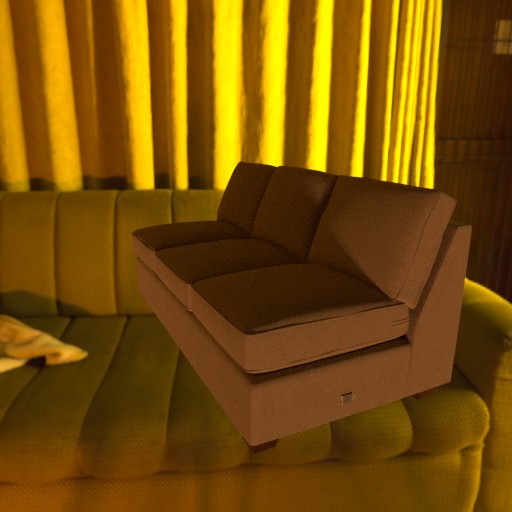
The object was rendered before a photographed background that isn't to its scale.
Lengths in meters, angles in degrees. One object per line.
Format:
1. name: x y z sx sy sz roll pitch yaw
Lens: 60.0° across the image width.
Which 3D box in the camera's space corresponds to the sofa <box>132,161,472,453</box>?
1. sofa: 0.000 0.000 2.703 1.127 1.036 2.092 -7 17 -25
